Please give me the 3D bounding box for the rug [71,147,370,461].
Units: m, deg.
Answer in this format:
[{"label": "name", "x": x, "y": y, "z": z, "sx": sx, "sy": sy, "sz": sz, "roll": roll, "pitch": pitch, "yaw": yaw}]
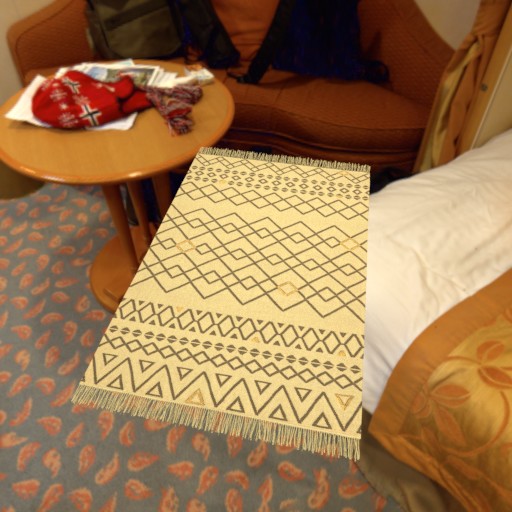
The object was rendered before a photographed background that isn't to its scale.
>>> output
[{"label": "rug", "x": 0.000, "y": 0.000, "z": 3.032, "sx": 1.495, "sy": 0.035, "sz": 2.472, "roll": 8, "pitch": 47, "yaw": 8}]
